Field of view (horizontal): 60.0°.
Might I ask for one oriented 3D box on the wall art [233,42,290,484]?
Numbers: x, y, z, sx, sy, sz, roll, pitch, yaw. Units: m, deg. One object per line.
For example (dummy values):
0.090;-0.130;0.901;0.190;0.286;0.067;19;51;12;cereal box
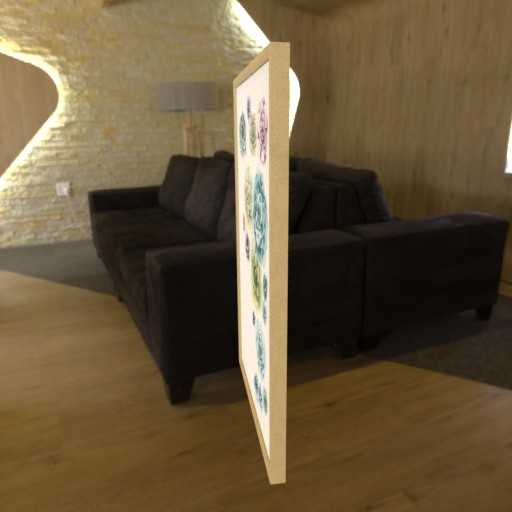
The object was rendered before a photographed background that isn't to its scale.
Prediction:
0.000;0.000;1.022;0.039;0.810;0.510;-2;15;-9;wall art
